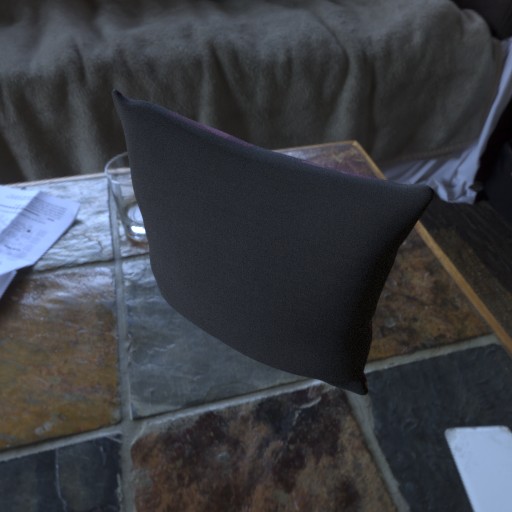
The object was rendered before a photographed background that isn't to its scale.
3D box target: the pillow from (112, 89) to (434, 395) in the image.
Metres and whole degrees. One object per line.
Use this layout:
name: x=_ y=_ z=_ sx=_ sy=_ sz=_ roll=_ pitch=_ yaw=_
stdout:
pillow: x=0.000 y=0.000 z=0.763 sx=0.503 sy=0.496 sz=0.208 roll=24 pitch=51 yaw=21
